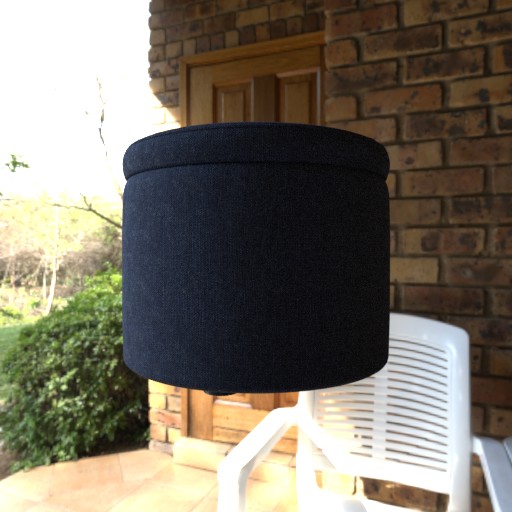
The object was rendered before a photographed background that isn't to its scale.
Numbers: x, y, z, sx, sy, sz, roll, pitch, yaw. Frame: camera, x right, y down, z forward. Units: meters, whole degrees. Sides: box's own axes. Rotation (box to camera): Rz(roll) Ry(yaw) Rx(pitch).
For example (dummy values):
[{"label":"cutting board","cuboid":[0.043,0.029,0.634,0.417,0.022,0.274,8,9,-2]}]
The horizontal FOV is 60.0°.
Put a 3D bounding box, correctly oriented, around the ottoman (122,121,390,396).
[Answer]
[{"label":"ottoman","cuboid":[0.000,0.000,0.897,0.520,0.430,0.520,0,1,0]}]
